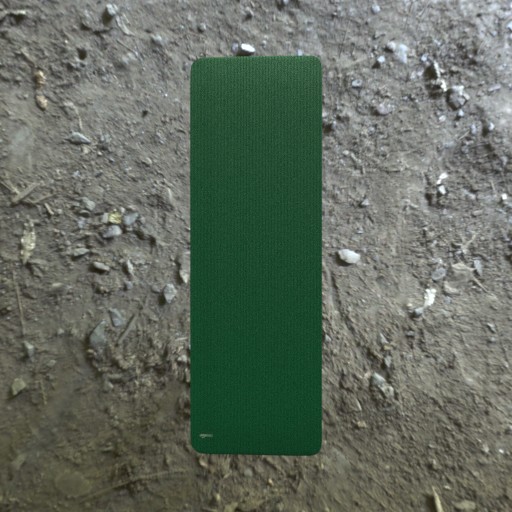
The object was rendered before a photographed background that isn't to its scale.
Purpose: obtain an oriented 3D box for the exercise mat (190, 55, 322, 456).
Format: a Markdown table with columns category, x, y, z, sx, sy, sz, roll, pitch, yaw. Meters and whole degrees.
| category | x | y | z | sx | sy | sz | roll | pitch | yaw |
| --- | --- | --- | --- | --- | --- | --- | --- | --- | --- |
| exercise mat | 0.000 | 0.000 | 2.075 | 0.616 | 0.021 | 1.869 | 0 | 90 | 1 |
